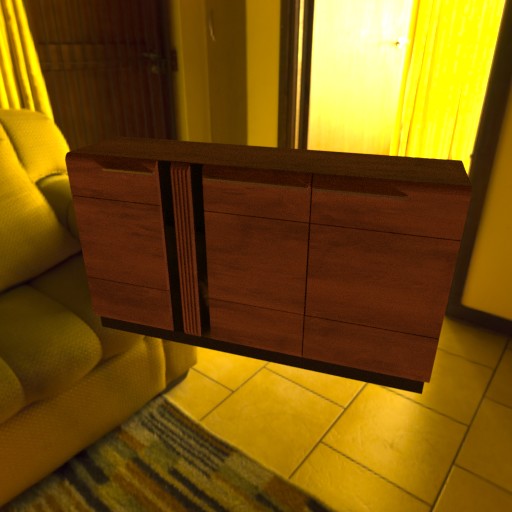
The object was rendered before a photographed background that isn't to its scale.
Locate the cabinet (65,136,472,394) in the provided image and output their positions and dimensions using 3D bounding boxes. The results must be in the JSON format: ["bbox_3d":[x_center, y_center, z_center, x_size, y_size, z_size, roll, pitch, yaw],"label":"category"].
[{"bbox_3d":[0.000,0.000,2.016,1.600,0.900,0.420,8,27,16],"label":"cabinet"}]
